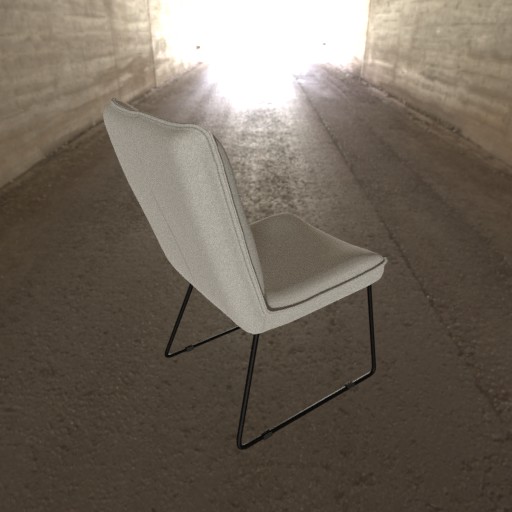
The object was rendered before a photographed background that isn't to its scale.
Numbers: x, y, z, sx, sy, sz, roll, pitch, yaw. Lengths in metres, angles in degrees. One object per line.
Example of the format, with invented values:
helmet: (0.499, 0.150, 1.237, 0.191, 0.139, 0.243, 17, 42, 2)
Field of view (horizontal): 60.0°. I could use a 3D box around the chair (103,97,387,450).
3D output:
chair: (0.000, 0.000, 1.368, 0.688, 0.930, 0.515, -18, 32, -31)
